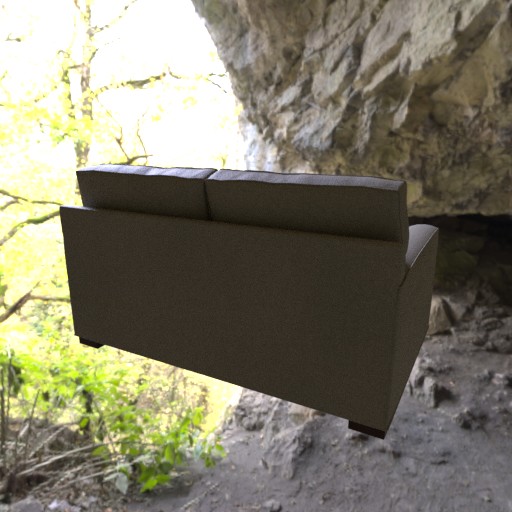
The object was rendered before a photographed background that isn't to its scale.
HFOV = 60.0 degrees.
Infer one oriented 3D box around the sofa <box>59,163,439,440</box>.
[{"bbox_3d":[0.000,0.000,2.072,1.484,0.853,0.940,8,18,27],"label":"sofa"}]
